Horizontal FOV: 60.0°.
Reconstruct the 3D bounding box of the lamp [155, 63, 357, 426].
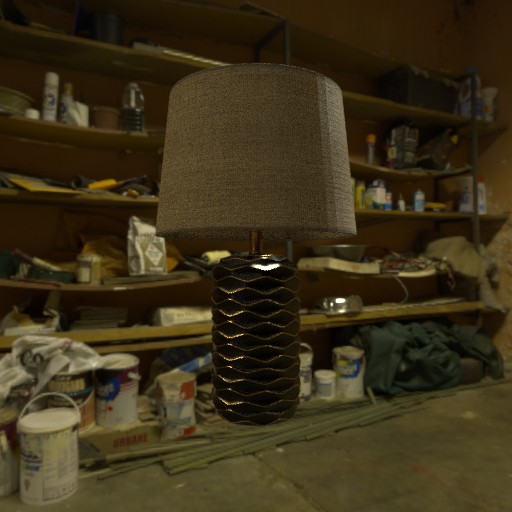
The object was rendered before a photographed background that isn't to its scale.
[{"bbox_3d":[0.000,0.000,0.846,0.376,0.594,0.376,0,-1,0],"label":"lamp"}]
